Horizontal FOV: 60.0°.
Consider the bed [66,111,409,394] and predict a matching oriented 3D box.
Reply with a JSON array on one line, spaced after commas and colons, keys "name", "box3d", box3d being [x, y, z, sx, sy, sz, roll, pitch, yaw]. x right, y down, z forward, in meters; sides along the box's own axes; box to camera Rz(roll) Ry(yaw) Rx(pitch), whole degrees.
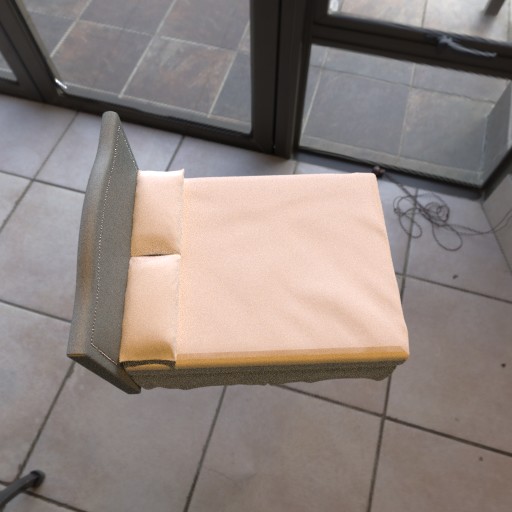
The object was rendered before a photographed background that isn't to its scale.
[{"name": "bed", "box3d": [0.000, 0.000, 3.345, 2.143, 1.460, 1.753, -2, 64, -1]}]
